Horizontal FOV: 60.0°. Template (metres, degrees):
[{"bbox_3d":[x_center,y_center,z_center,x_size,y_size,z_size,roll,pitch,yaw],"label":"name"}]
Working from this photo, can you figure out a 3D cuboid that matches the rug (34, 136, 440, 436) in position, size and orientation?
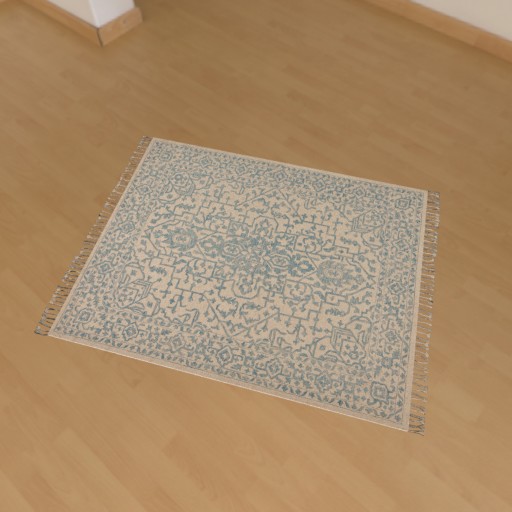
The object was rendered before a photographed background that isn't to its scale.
[{"bbox_3d":[0.000,0.000,4.197,3.327,0.010,2.464,13,60,8],"label":"rug"}]
